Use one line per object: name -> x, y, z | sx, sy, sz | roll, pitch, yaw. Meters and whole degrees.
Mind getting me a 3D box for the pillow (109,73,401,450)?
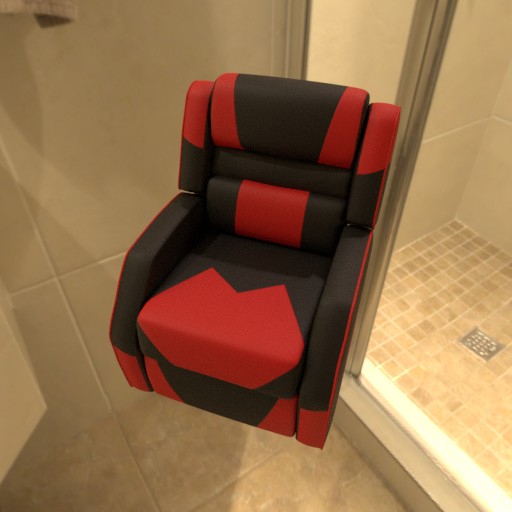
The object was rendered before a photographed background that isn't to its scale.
pillow -> 0.000, 0.000, 1.274 | 0.620, 0.805, 0.672 | 13, 42, 15
